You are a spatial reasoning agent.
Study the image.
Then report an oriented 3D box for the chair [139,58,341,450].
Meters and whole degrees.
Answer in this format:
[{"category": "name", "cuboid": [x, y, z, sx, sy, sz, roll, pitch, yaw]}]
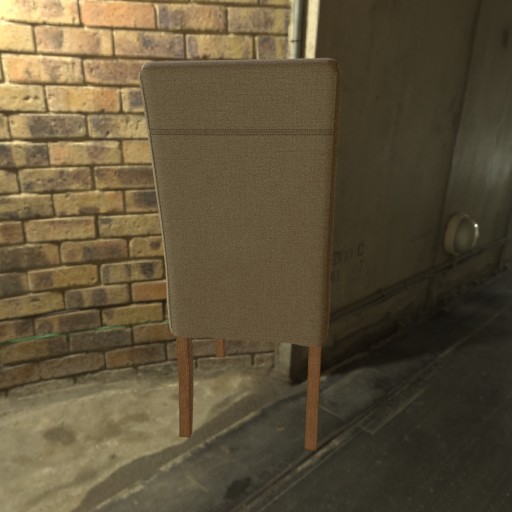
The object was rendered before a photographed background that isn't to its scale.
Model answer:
[{"category": "chair", "cuboid": [0.000, 0.000, 1.350, 0.450, 1.033, 0.611, 2, 17, 8]}]
